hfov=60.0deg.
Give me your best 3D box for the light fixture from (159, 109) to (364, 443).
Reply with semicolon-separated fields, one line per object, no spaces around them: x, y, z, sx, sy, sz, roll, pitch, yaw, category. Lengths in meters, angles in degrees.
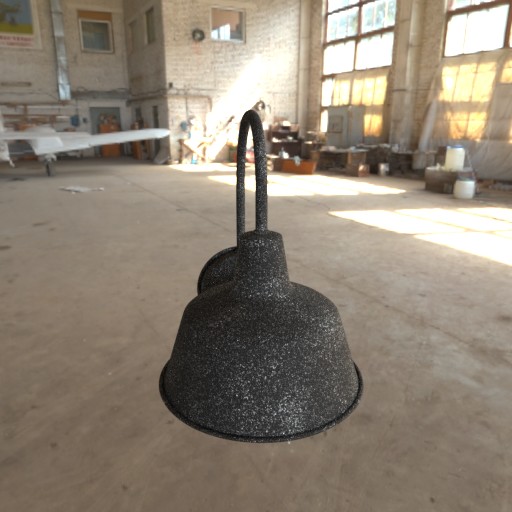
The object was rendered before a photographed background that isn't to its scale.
0.000;0.000;0.475;0.216;0.300;0.283;-3;17;-9;light fixture
